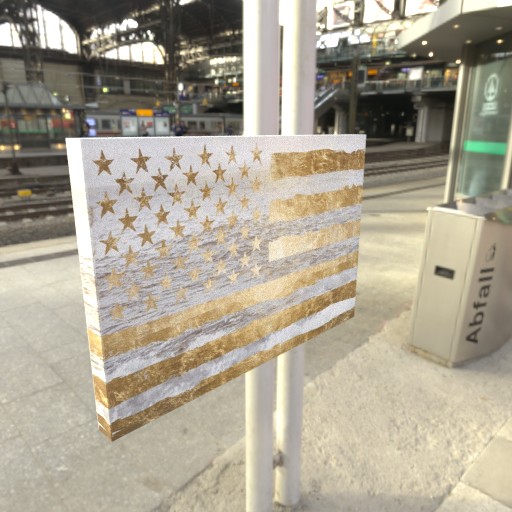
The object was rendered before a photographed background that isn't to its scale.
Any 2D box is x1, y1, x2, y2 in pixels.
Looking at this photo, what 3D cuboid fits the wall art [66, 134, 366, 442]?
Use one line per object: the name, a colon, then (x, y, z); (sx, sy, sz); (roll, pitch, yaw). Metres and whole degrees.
wall art: (0.000, 0.000, 0.778); (0.041, 0.407, 0.606); (15, 22, 43)
